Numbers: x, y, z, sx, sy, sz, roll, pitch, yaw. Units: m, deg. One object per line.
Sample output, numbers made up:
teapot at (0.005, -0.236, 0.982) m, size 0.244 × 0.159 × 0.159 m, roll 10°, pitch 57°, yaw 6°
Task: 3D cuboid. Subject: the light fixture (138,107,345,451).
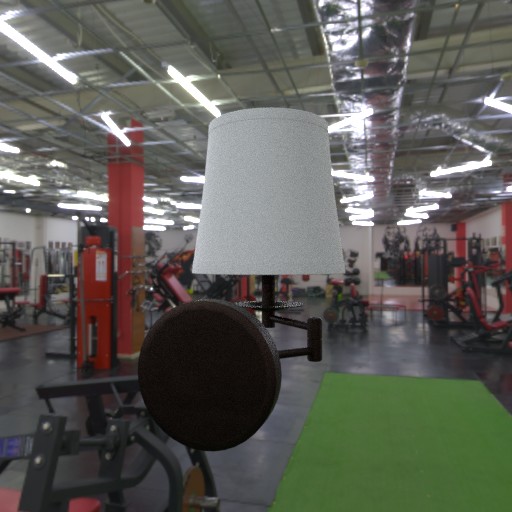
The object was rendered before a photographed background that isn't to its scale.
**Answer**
light fixture at (0.000, 0.000, 0.268) m, size 0.100 × 0.172 × 0.157 m, roll 0°, pitch -1°, yaw 17°
